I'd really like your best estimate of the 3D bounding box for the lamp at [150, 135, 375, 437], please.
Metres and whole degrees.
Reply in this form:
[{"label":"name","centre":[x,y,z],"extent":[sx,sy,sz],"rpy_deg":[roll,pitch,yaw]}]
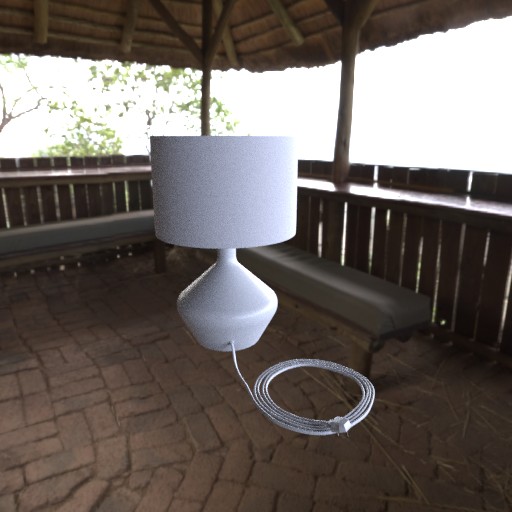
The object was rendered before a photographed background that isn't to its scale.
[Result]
[{"label":"lamp","centre":[0.000,0.000,0.873],"extent":[0.401,0.457,0.546],"rpy_deg":[-2,15,-8]}]
